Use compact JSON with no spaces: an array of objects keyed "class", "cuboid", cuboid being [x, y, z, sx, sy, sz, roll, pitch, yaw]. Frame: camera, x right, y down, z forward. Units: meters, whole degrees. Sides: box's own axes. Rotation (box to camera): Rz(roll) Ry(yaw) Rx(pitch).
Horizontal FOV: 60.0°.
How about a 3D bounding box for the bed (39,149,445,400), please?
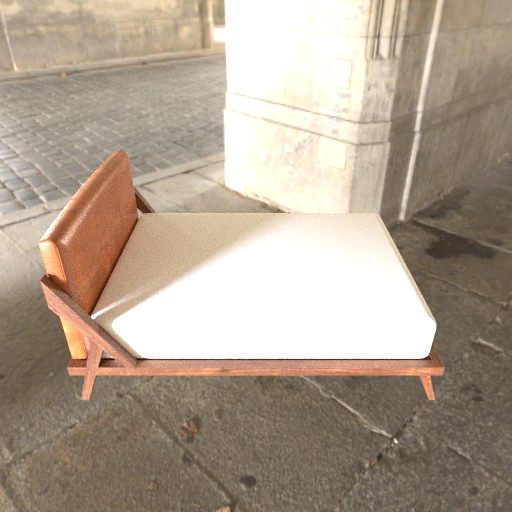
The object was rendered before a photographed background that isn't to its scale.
[{"class":"bed","cuboid":[0.000,0.000,3.260,2.311,1.168,1.651,0,32,0]}]
